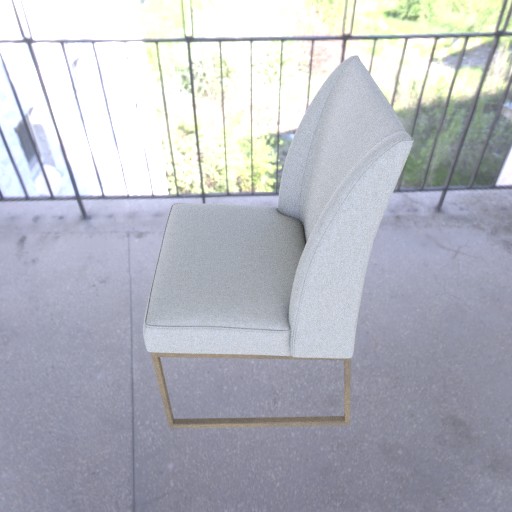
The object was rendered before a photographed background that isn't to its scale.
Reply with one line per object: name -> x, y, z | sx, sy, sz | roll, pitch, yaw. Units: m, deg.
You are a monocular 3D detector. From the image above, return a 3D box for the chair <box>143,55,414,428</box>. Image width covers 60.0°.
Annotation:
chair -> 0.000, 0.000, 1.154 | 0.522, 0.863, 0.508 | -1, 40, -1
